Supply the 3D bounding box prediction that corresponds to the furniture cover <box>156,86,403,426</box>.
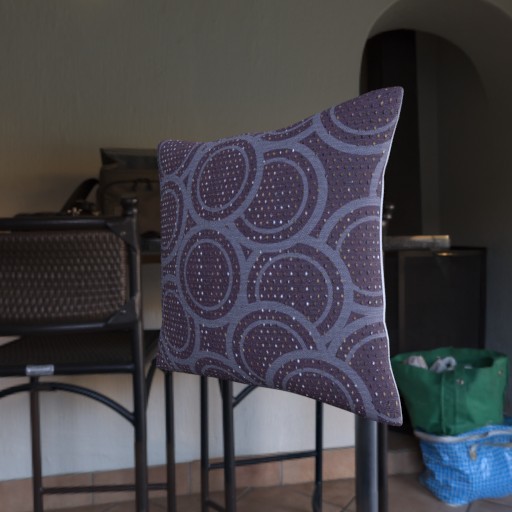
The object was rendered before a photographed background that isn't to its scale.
[{"bbox_3d":[0.000,0.000,0.827,0.552,0.509,0.193,0,0,37],"label":"furniture cover"}]
